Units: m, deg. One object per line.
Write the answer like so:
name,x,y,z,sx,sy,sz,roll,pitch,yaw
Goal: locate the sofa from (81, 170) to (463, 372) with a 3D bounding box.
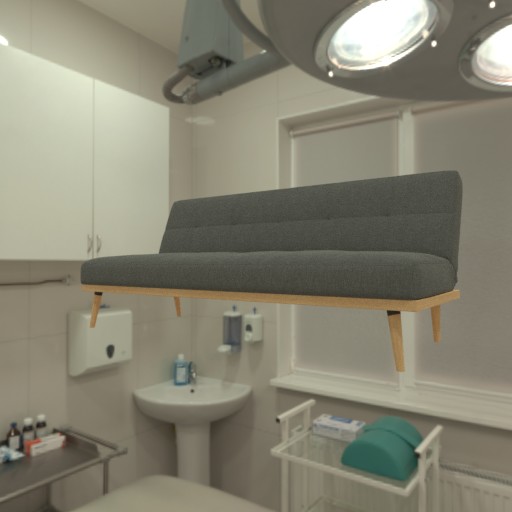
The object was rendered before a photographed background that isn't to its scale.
sofa,0.000,0.000,2.236,1.820,0.770,0.820,-1,-1,35
